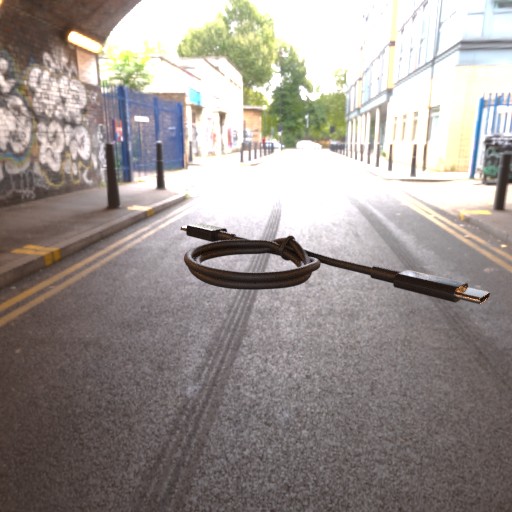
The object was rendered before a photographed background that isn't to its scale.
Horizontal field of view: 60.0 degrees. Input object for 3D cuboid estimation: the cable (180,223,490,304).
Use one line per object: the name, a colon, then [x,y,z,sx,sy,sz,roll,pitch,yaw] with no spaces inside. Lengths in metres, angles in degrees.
cable: [0.000,0.000,0.215,0.070,0.014,0.192,-14,20,-42]
